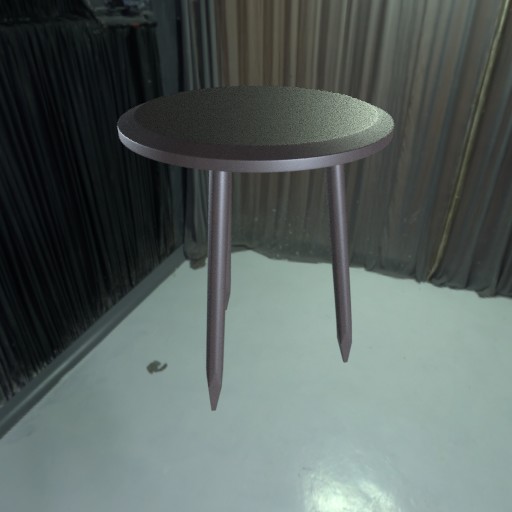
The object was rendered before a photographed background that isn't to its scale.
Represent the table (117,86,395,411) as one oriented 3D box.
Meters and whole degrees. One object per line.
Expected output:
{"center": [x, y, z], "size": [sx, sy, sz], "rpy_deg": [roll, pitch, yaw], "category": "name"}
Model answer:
{"center": [0.000, 0.000, 0.904], "size": [0.457, 0.585, 0.457], "rpy_deg": [0, 31, 0], "category": "table"}
